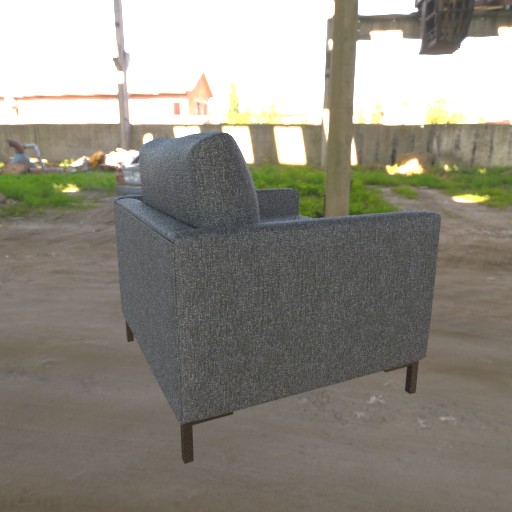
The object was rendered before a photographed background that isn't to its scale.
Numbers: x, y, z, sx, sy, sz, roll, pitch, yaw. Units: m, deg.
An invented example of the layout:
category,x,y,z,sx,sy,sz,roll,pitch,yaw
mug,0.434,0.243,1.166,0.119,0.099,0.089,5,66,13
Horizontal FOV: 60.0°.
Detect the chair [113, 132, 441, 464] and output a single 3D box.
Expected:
category,x,y,z,sx,sy,sz,roll,pitch,yaw
chair,0.000,0.000,1.639,0.866,0.861,0.963,-7,15,-25
